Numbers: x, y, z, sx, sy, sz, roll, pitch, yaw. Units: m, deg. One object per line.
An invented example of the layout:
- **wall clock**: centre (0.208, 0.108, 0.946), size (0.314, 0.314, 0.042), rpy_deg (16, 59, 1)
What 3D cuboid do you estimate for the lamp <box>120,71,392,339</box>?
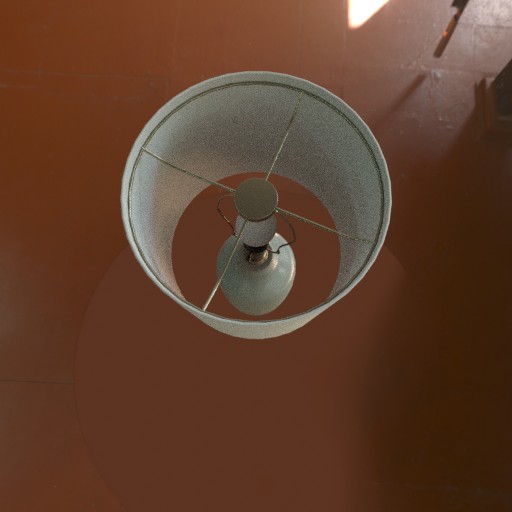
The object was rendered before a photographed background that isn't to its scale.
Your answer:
- **lamp**: centre (0.000, 0.000, 0.592), size (0.220, 0.475, 0.220), rpy_deg (37, 79, 8)
